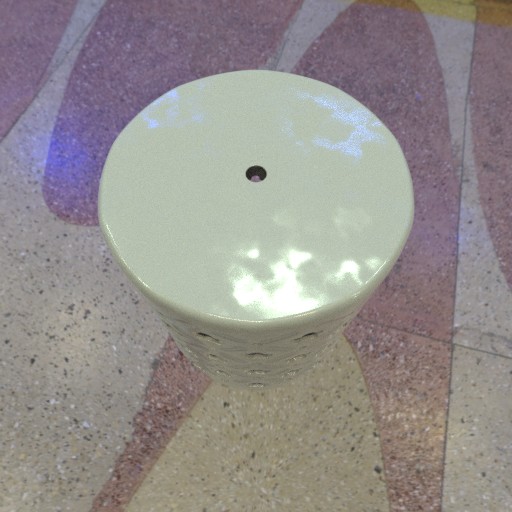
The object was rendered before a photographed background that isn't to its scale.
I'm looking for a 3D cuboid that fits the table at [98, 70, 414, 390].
[{"bbox_3d":[0.000,0.000,0.656,0.352,0.387,0.352,0,62,0],"label":"table"}]
